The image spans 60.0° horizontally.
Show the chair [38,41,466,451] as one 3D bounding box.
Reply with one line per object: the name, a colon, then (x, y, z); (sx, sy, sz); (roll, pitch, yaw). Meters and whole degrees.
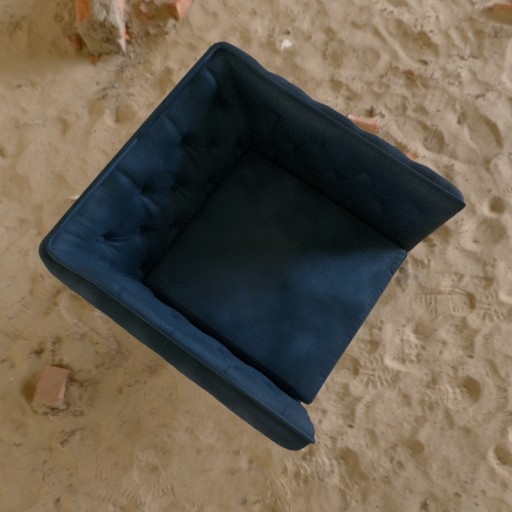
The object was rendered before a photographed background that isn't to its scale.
chair: (0.000, 0.000, 1.531); (0.877, 0.771, 0.868); (35, 78, 8)
